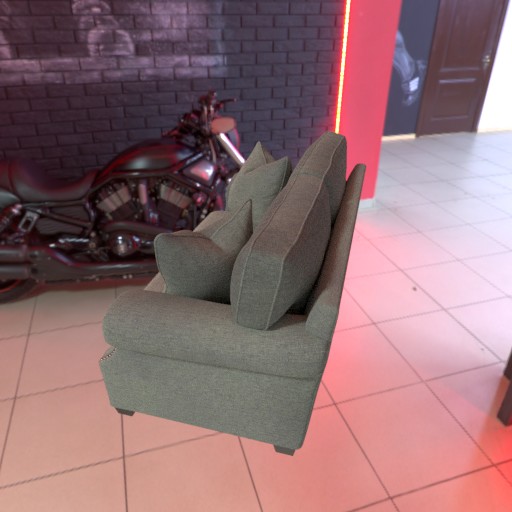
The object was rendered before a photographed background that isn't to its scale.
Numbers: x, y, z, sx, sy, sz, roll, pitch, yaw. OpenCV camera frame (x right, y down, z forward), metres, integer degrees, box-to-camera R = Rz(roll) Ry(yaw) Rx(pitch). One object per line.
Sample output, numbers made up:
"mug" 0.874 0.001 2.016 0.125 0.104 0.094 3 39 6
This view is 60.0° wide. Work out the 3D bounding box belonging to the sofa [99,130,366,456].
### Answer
"sofa" 0.000 0.000 2.293 0.966 0.966 1.701 8 30 13
